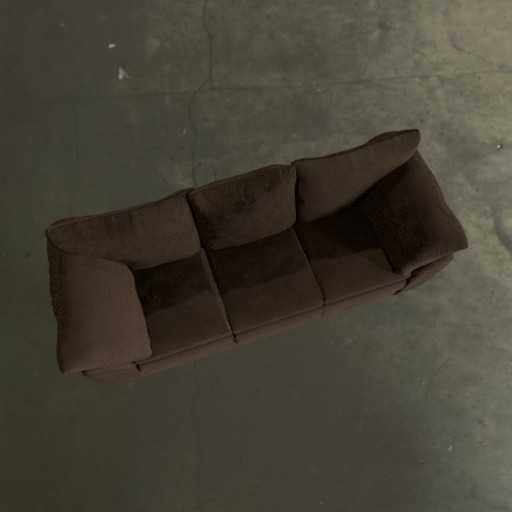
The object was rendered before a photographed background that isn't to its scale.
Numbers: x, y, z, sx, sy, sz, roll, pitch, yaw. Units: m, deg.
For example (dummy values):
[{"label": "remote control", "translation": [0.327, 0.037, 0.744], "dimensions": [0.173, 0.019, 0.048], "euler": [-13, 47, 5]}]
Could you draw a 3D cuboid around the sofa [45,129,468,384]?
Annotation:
[{"label": "sofa", "translation": [0.000, 0.000, 2.749], "dimensions": [2.336, 1.015, 0.878], "euler": [-17, 64, -8]}]
